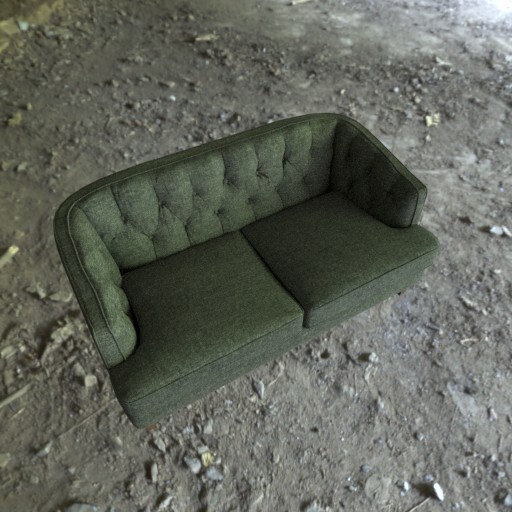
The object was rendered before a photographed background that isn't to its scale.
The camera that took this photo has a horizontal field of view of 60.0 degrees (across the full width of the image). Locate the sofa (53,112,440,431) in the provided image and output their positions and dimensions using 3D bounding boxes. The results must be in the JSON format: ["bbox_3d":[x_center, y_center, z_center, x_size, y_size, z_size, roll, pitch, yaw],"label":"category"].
[{"bbox_3d":[0.000,0.000,2.275,1.733,0.855,0.941,-23,51,-20],"label":"sofa"}]
